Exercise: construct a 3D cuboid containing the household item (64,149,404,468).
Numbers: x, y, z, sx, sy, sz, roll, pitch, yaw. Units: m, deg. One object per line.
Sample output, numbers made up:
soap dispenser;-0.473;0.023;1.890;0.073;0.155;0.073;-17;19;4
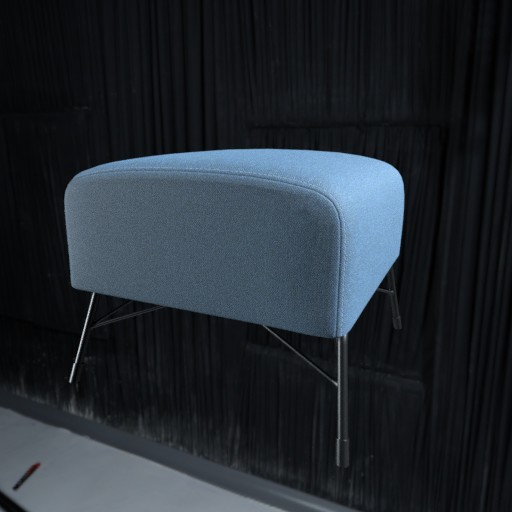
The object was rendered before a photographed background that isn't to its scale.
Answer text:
household item;0.000;0.000;0.896;0.530;0.420;0.530;7;16;25
